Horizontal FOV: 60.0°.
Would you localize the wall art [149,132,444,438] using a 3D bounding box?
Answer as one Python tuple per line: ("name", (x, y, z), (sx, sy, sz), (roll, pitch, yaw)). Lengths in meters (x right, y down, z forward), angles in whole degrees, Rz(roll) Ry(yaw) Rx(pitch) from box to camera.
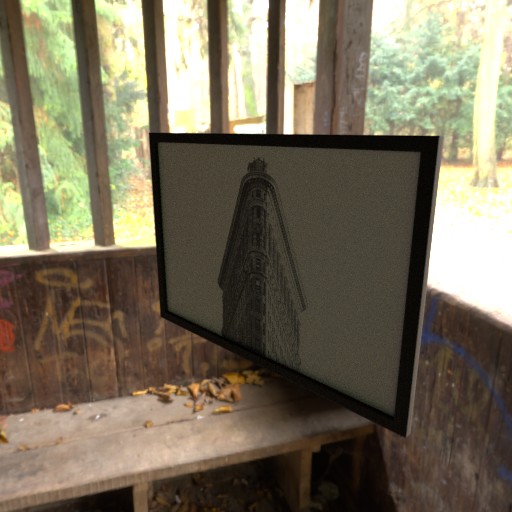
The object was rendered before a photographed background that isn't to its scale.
("wall art", (0.000, 0.000, 1.234), (0.958, 0.656, 0.026), (15, 22, 42))
